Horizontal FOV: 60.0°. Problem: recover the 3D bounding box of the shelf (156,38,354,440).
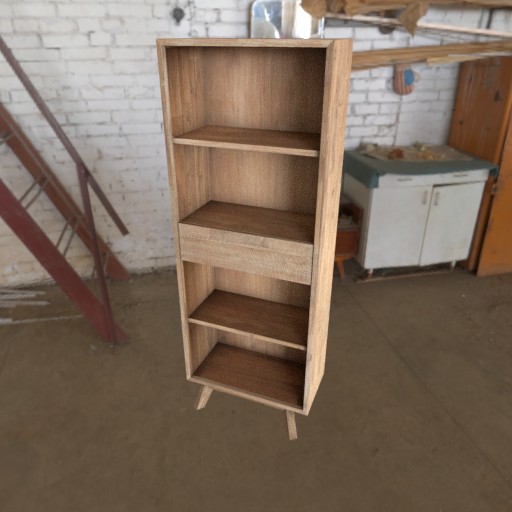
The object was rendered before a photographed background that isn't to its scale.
[{"bbox_3d":[0.000,0.000,1.523,0.491,1.342,0.267,10,28,19],"label":"shelf"}]
